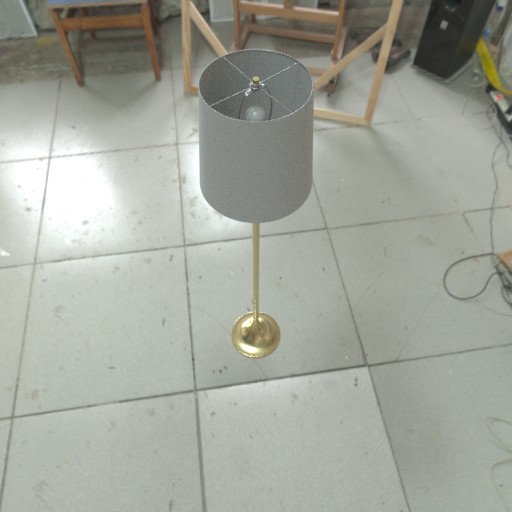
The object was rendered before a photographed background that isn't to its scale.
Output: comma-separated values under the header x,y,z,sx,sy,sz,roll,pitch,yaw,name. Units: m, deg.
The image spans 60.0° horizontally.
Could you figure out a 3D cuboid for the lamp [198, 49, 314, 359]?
x,y,z,sx,sy,sz,roll,pitch,yaw,name
0.000,0.000,1.691,0.337,1.543,0.337,0,57,0,lamp
